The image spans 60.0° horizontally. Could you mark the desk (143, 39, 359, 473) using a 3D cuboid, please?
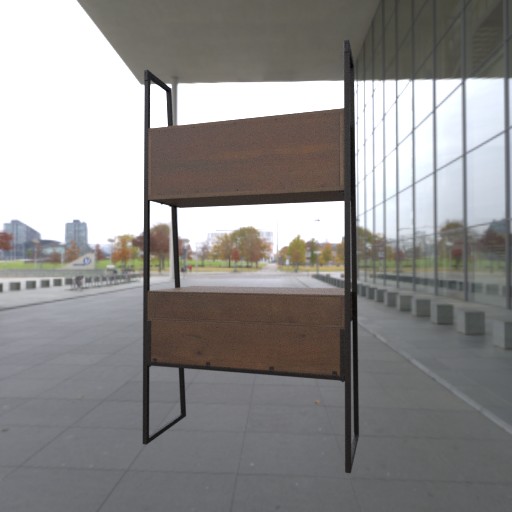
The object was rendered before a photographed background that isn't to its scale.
[{"bbox_3d":[0.000,0.000,2.234,0.982,1.809,0.515,0,-1,18],"label":"desk"}]
